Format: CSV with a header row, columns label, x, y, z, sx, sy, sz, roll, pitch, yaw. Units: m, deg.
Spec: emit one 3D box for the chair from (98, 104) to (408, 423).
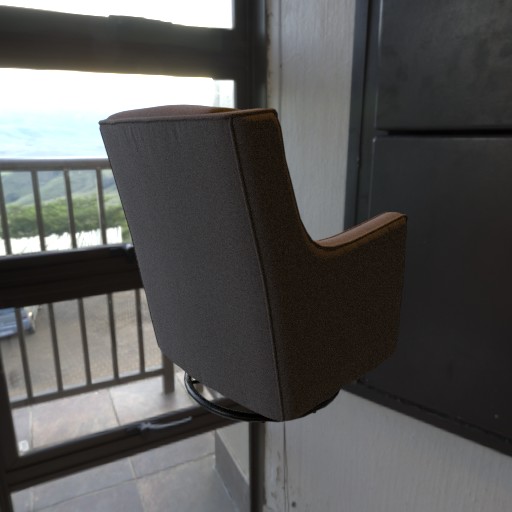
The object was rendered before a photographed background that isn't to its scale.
label,x,y,z,sx,sy,sz,roll,pitch,yaw
chair,0.000,0.000,1.588,0.879,0.993,0.732,-14,21,-42
